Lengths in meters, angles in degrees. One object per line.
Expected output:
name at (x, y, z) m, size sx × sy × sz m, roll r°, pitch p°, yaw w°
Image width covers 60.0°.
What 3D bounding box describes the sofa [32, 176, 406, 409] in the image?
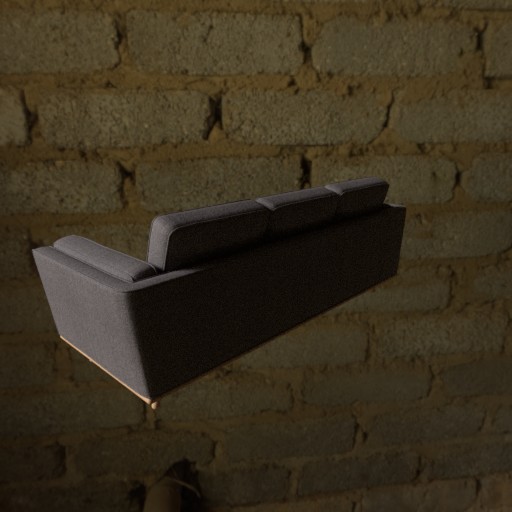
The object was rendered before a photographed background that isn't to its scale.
sofa at (0.000, 0.000, 2.809) m, size 0.903 × 0.899 × 2.362 m, roll 16°, pitch 23°, yaw 41°
